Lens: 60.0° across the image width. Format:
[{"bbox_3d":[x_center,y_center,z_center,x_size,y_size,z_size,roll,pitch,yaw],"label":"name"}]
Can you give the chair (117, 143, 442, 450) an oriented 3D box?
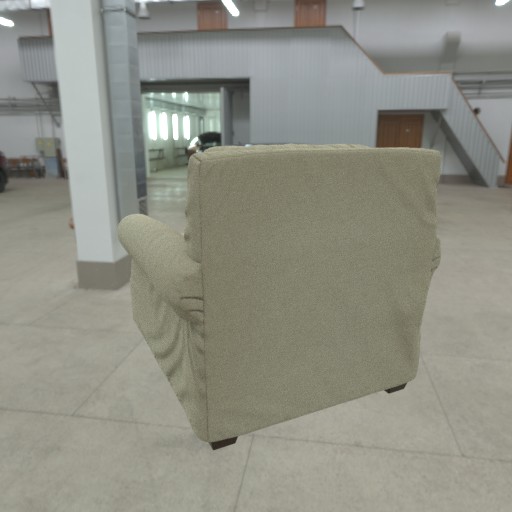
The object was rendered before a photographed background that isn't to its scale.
[{"bbox_3d":[0.000,0.000,1.745,0.940,0.866,1.066,-7,17,-25],"label":"chair"}]
